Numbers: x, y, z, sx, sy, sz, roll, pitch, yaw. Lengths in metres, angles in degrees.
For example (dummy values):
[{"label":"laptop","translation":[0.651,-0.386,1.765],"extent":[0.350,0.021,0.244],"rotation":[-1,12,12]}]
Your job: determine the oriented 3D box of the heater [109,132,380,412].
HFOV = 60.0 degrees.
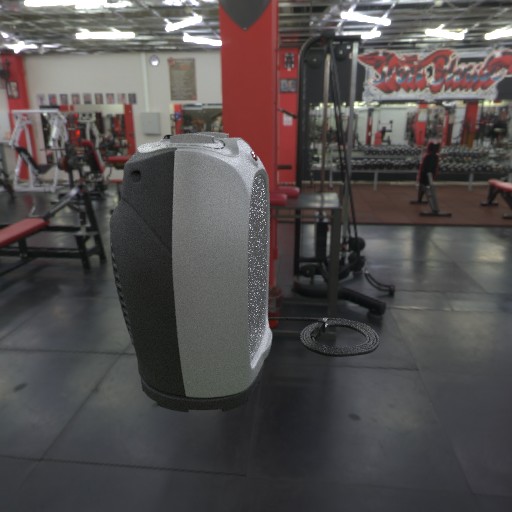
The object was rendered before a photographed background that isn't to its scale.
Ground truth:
[{"label":"heater","translation":[0.000,0.000,0.474],"extent":[0.291,0.255,0.239],"rotation":[3,17,8]}]
